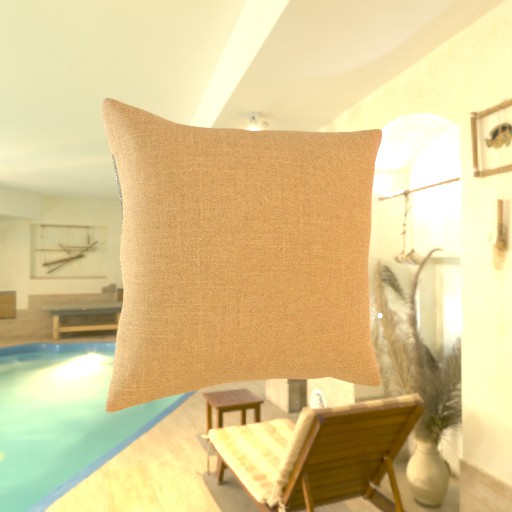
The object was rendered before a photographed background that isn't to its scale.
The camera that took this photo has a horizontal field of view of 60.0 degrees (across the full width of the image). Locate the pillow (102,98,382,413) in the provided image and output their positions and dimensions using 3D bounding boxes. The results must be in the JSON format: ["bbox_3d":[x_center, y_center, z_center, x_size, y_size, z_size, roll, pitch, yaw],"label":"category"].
[{"bbox_3d":[0.000,0.000,0.626,0.414,0.399,0.173,0,-1,-18],"label":"pillow"}]
